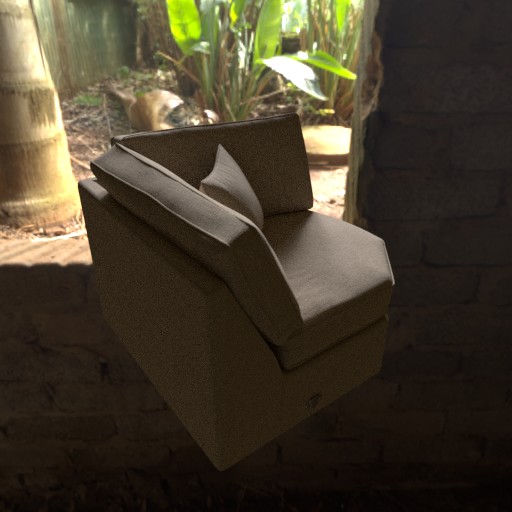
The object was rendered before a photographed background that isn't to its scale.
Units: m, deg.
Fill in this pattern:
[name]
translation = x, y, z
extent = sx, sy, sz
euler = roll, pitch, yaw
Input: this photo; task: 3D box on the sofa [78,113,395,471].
[sofa]
translation = 0.000, 0.000, 1.818
extent = 1.042, 0.937, 1.050
euler = -19, 34, -31
